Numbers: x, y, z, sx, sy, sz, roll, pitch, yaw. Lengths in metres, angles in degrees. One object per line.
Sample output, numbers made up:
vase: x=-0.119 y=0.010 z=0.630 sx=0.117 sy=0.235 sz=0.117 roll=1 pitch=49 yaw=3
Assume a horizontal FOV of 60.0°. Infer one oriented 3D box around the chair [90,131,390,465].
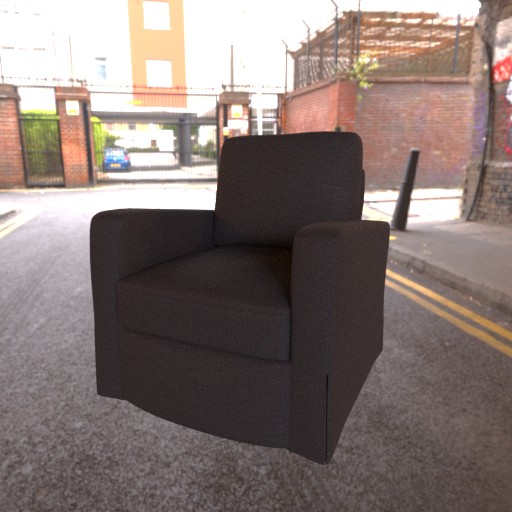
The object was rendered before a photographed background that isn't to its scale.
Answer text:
chair: x=0.000 y=0.000 z=1.546 sx=0.798 sy=0.855 sz=0.863 roll=6 pitch=15 yaw=25
